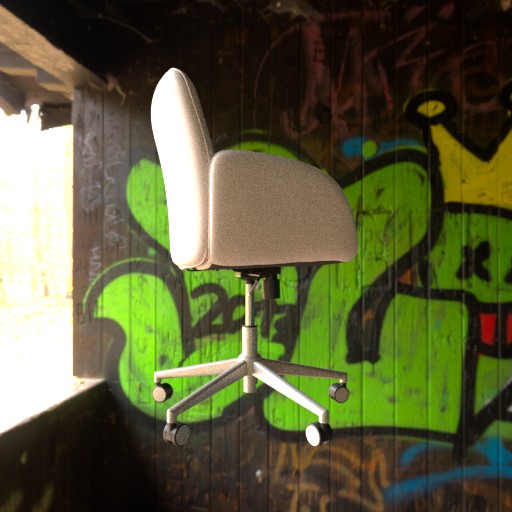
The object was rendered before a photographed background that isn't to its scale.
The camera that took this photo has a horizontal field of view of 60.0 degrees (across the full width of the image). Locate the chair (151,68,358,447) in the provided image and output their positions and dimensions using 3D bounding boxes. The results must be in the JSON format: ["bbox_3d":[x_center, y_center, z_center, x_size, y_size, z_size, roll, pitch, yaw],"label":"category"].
[{"bbox_3d":[0.000,0.000,1.380,0.633,0.959,0.648,0,0,-18],"label":"chair"}]
